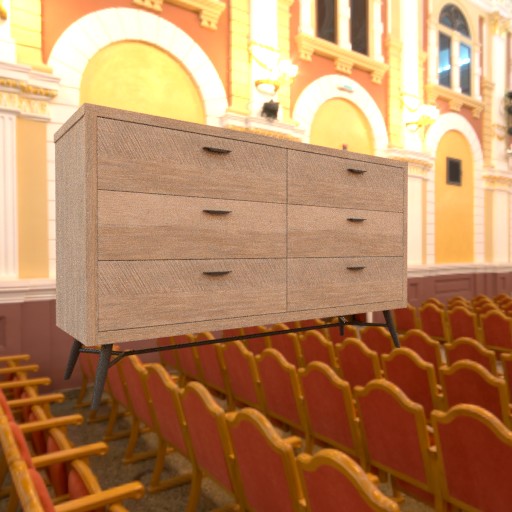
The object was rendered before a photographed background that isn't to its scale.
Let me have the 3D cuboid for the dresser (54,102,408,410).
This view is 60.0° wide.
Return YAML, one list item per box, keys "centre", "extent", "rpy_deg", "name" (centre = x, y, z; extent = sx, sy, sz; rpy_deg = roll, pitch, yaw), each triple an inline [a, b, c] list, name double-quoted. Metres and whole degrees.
- centre: [0.000, 0.000, 1.911]
  extent: [1.524, 0.914, 0.457]
  rpy_deg: [-1, 1, -35]
  name: "dresser"
